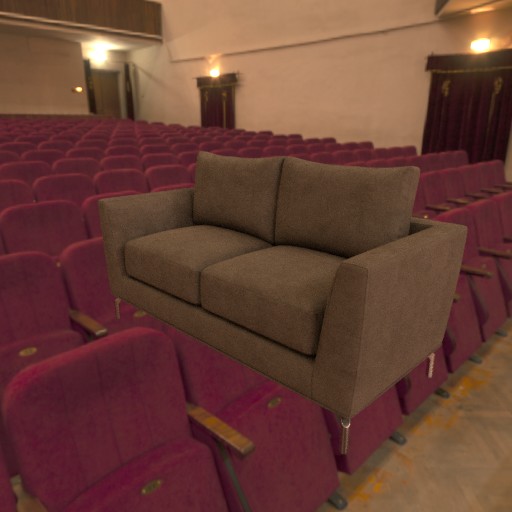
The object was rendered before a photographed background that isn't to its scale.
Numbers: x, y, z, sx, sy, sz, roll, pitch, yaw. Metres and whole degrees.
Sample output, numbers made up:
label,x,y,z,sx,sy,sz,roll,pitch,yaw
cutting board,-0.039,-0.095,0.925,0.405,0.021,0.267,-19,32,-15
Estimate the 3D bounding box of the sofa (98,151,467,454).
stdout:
label,x,y,z,sx,sy,sz,roll,pitch,yaw
sofa,0.000,0.000,2.353,1.832,1.013,0.855,16,23,42
